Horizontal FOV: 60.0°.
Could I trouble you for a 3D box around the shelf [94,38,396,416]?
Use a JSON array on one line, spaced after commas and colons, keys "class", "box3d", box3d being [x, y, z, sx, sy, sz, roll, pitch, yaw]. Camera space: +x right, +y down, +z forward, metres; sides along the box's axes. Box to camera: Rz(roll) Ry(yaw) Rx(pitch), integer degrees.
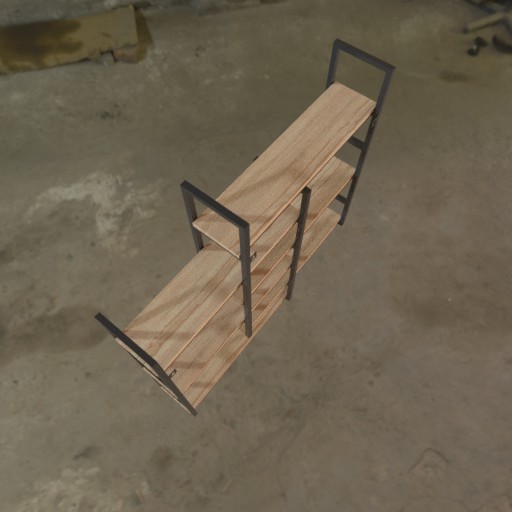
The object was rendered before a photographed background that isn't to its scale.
[{"class": "shelf", "box3d": [0.000, 0.000, 1.410, 0.183, 0.921, 0.946, 35, 68, 17]}]
